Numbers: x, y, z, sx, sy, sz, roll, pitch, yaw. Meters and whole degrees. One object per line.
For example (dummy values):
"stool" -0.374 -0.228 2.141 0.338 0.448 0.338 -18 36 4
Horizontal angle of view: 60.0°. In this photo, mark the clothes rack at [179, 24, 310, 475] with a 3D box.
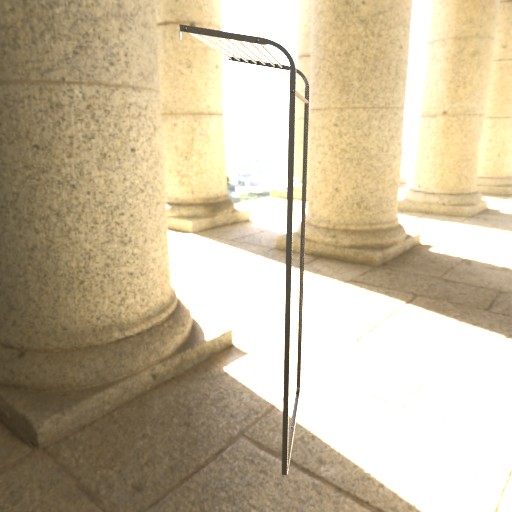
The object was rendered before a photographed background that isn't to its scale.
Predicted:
"clothes rack" 0.000 0.000 1.777 0.349 1.574 0.609 3 16 10
